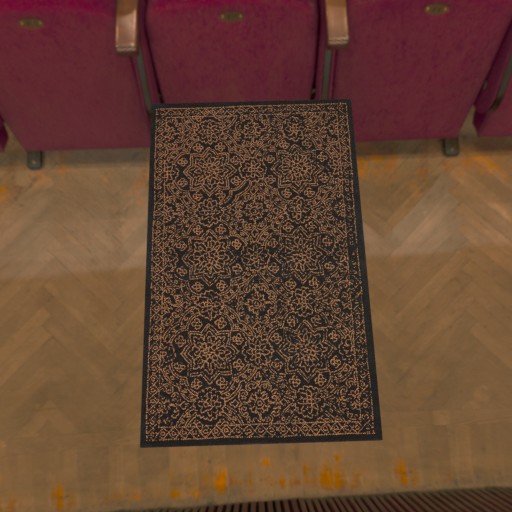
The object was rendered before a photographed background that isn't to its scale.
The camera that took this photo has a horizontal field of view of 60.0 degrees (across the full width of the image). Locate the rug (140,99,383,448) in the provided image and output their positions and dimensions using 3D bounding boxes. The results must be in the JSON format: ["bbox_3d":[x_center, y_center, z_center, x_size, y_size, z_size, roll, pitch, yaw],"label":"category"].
[{"bbox_3d":[0.000,0.000,3.087,1.526,0.015,2.441,-2,76,0],"label":"rug"}]
